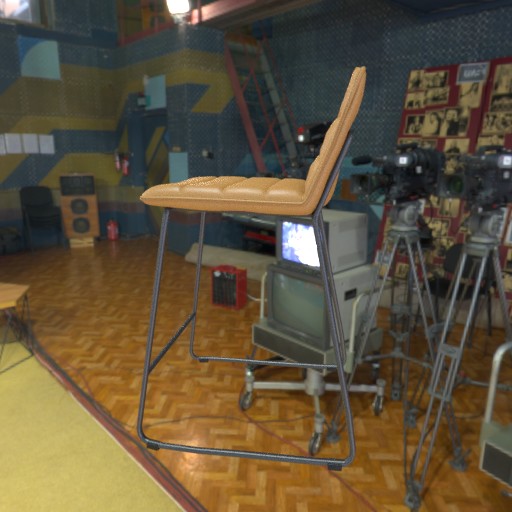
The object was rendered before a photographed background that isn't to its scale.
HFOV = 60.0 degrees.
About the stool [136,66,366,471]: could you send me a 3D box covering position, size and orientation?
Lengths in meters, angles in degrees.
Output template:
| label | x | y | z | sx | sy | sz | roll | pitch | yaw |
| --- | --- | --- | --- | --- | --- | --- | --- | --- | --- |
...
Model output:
| label | x | y | z | sx | sy | sz | roll | pitch | yaw |
| --- | --- | --- | --- | --- | --- | --- | --- | --- | --- |
| stool | 0.000 | 0.000 | 1.164 | 0.524 | 0.866 | 0.489 | 2 | 14 | 8 |
